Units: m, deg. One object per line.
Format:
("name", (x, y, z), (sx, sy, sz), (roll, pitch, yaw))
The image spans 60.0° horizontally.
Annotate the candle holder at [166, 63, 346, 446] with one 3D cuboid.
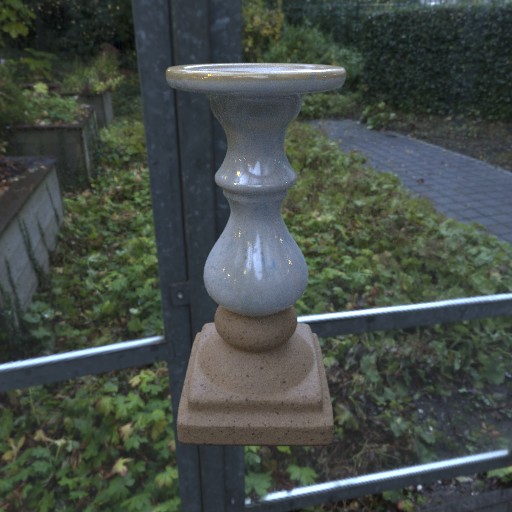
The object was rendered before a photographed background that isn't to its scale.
("candle holder", (0.000, 0.000, 0.304), (0.110, 0.239, 0.110), (0, 26, 1))
